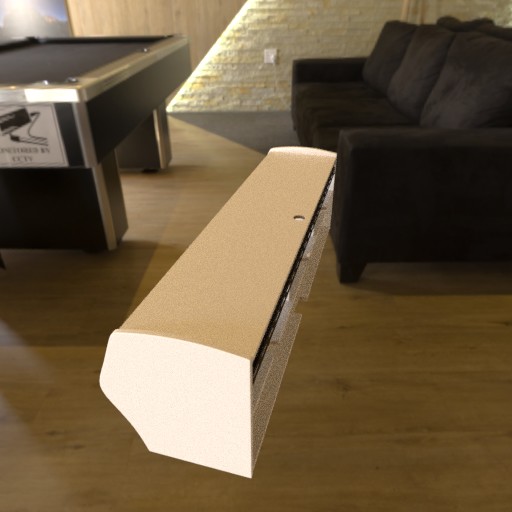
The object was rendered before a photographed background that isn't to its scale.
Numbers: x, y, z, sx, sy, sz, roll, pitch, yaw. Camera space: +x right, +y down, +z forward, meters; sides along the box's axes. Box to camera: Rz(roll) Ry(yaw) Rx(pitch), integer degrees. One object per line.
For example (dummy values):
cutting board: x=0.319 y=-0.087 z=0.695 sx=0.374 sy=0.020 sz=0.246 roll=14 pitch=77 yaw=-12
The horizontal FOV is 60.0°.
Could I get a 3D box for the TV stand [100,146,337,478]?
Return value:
TV stand: x=0.000 y=0.000 z=1.683 sx=0.397 sy=0.424 sz=1.473 roll=8 pitch=31 yaw=14
